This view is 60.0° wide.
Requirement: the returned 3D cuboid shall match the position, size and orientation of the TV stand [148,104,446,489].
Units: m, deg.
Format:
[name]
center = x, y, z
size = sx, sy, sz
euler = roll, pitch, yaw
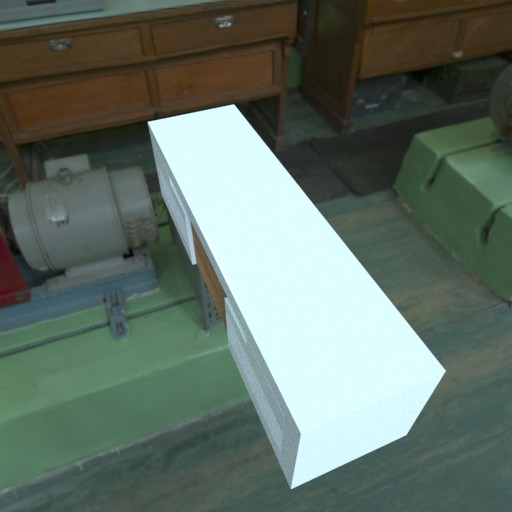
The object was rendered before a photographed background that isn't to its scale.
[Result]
[TV stand]
center = 0.000, 0.000, 1.702
size = 0.410, 0.440, 1.500
euler = -17, 49, -16
